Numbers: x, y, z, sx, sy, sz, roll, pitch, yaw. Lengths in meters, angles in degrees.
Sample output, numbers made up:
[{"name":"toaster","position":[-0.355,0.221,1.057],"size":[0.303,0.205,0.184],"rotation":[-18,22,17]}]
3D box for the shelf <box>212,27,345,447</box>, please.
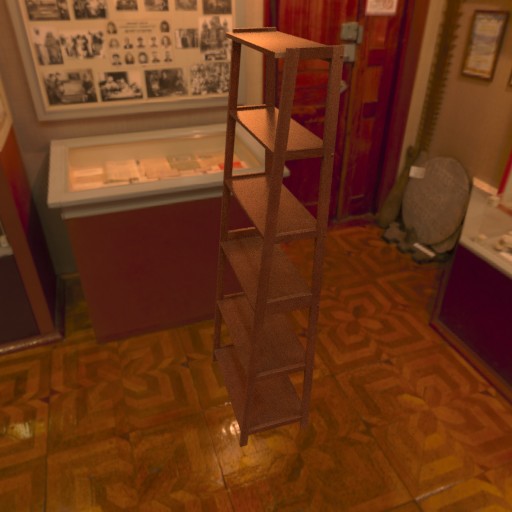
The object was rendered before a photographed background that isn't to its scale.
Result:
[{"name":"shelf","position":[0.000,0.000,2.123],"size":[0.382,1.892,0.660],"rotation":[-10,33,-15]}]
